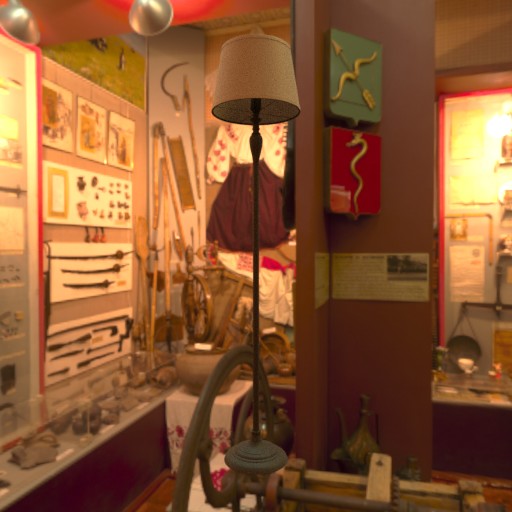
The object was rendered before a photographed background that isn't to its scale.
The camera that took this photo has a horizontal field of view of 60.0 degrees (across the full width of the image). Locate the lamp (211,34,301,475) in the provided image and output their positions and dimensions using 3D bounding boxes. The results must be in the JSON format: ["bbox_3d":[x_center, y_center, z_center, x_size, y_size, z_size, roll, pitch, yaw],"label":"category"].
[{"bbox_3d":[0.000,0.000,1.636,0.327,1.506,0.327,0,1,18],"label":"lamp"}]
